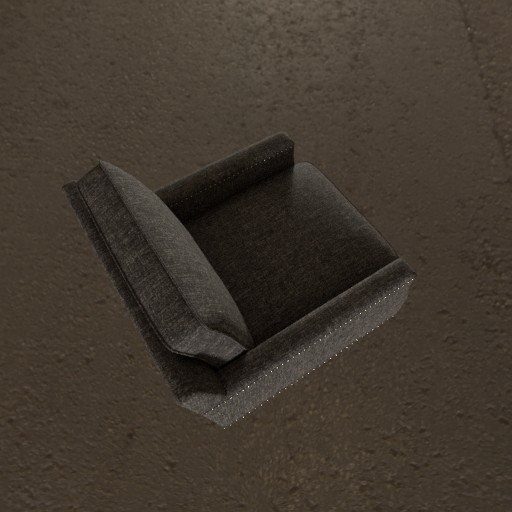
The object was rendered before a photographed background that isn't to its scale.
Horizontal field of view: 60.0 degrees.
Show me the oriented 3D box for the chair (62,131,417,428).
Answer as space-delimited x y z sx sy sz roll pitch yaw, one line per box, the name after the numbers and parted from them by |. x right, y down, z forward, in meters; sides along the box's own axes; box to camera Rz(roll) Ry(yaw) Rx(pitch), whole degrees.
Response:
0.000 0.000 1.721 1.014 0.943 0.853 -29 64 -16 | chair
